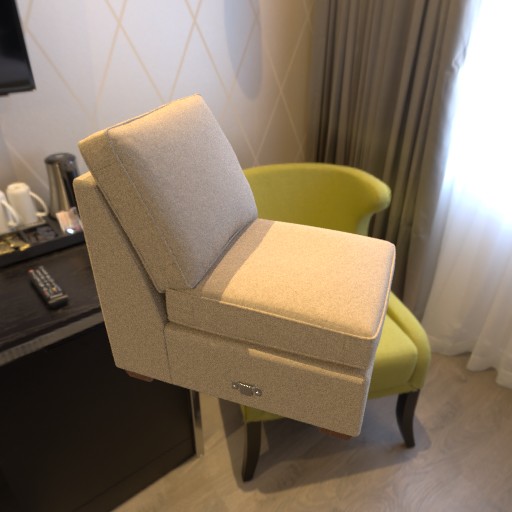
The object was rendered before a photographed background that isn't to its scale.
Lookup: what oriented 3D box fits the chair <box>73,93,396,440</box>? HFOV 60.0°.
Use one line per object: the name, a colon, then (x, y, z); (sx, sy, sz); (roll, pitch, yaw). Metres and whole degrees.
chair: (0.000, 0.000, 1.708); (1.020, 1.058, 0.674); (11, 33, 17)
